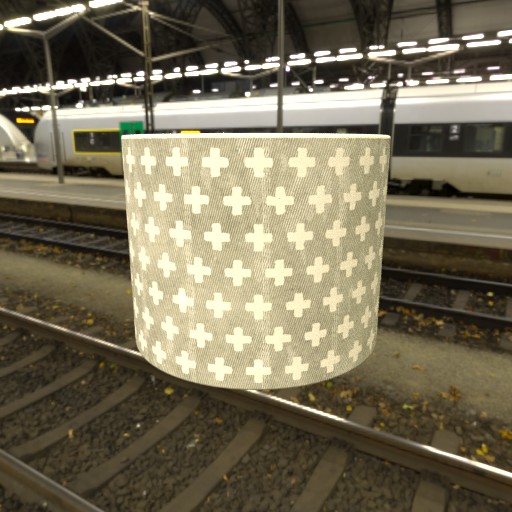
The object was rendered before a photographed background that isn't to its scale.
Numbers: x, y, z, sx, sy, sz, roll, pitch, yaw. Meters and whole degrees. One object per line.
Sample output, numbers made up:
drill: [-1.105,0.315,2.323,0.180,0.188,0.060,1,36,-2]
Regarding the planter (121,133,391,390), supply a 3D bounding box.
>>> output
planter: [0.000,0.000,0.458,0.250,0.239,0.250,0,14,0]
